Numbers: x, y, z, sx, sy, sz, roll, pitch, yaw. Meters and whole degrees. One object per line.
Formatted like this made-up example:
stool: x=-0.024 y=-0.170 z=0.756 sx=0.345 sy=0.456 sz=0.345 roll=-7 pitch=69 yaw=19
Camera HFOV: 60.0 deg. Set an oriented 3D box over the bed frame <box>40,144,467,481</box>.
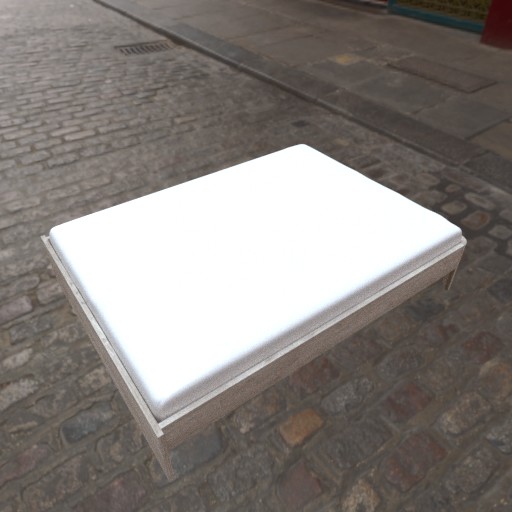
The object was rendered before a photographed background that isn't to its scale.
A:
bed frame: x=0.000 y=0.000 z=2.574 sx=1.950 sy=0.462 sz=1.490 roll=-25 pitch=45 yaw=-27
